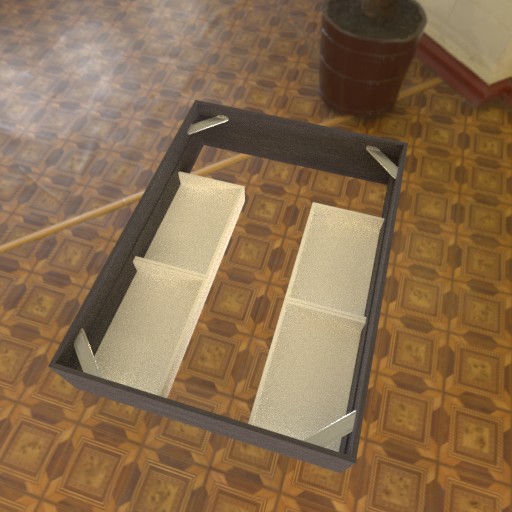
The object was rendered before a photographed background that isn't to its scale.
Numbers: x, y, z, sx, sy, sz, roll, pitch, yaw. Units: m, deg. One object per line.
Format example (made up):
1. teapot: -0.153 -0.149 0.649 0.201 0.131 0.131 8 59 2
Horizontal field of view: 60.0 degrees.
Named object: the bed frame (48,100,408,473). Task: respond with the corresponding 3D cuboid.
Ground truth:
1. bed frame: 0.000 0.000 2.615 1.448 0.459 1.944 14 60 9
